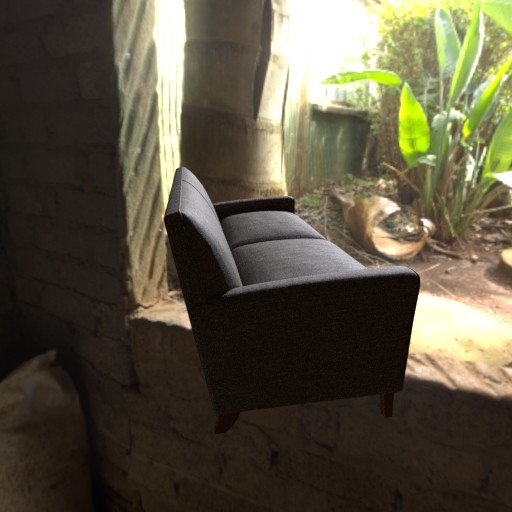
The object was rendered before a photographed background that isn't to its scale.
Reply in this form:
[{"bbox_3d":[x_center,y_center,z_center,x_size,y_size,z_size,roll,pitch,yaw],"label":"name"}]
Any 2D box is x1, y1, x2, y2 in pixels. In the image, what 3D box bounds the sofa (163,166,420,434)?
[{"bbox_3d":[0.000,0.000,2.451,0.875,0.846,1.976,-2,16,-8],"label":"sofa"}]
